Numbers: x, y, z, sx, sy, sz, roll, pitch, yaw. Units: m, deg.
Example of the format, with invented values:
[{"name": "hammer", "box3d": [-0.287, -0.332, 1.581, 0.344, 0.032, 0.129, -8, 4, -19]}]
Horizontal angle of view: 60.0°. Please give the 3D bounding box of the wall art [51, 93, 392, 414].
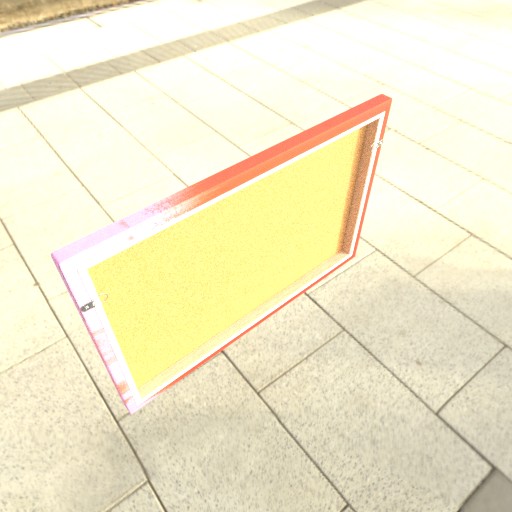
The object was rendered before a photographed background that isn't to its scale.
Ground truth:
[{"name": "wall art", "box3d": [0.000, 0.000, 1.188, 0.913, 0.609, 0.040, -32, 54, -26]}]
